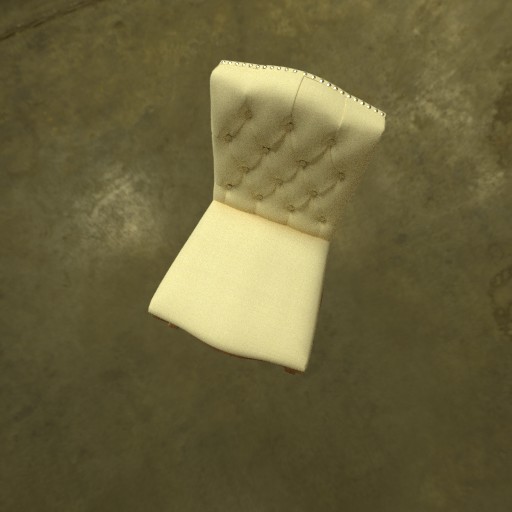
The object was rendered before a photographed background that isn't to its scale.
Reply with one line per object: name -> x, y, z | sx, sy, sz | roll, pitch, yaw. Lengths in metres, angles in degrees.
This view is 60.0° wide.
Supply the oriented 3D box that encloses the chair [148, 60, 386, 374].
chair -> 0.000, 0.000, 1.586 | 0.623, 1.165, 0.715 | 20, 77, 5
